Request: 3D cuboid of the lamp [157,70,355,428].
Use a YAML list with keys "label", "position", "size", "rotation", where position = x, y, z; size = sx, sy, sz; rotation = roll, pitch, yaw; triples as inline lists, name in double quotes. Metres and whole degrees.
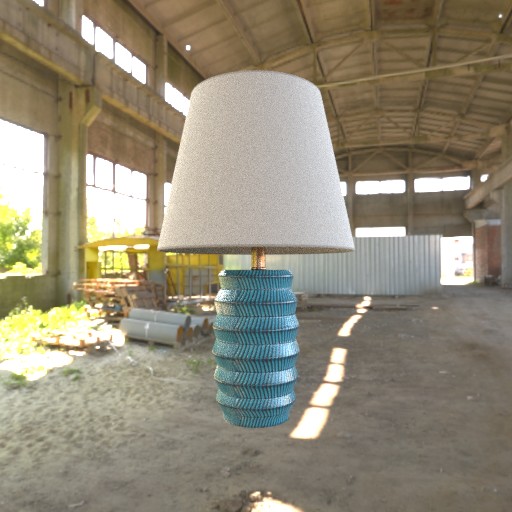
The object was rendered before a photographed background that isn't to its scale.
- label: "lamp"
  position: [0.000, 0.000, 0.813]
  size: [0.355, 0.582, 0.355]
  rotation: [0, -2, 0]
